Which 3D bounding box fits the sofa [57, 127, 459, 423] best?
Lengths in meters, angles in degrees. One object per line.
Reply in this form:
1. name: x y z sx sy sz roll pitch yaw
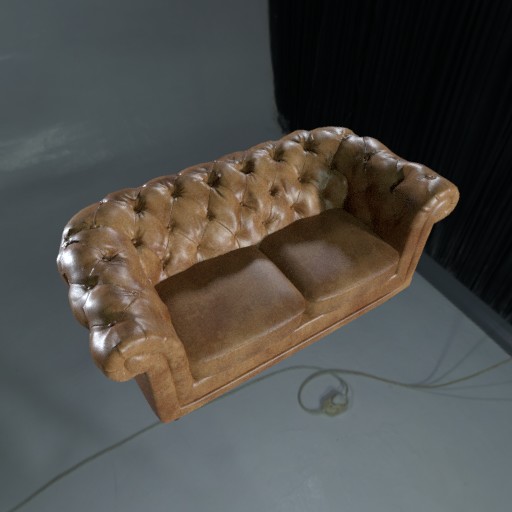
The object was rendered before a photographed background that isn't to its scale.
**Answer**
1. sofa: 0.000 0.000 2.515 1.979 0.877 1.042 -24 49 -22
